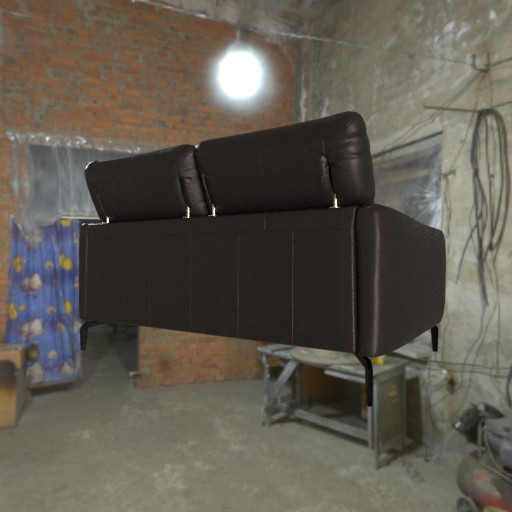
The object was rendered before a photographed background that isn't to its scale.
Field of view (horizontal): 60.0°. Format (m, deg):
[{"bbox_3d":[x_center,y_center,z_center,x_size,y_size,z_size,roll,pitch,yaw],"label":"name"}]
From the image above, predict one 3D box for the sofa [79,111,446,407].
[{"bbox_3d":[0.000,0.000,2.134,1.596,0.920,0.958,0,0,34],"label":"sofa"}]
